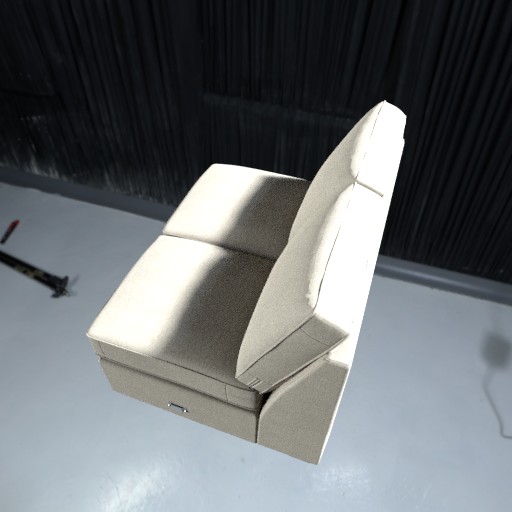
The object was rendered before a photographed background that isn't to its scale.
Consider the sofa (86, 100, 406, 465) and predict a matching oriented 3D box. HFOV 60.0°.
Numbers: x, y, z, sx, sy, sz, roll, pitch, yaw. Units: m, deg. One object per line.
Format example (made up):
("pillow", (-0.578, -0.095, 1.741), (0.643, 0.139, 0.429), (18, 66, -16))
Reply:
("sofa", (0.000, 0.000, 1.939), (0.978, 1.006, 1.232), (15, 48, 14))
